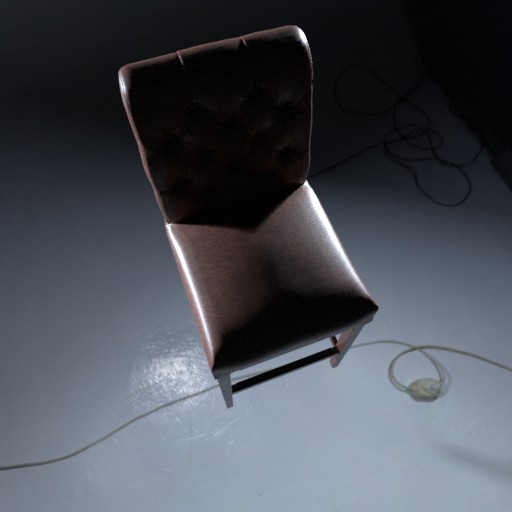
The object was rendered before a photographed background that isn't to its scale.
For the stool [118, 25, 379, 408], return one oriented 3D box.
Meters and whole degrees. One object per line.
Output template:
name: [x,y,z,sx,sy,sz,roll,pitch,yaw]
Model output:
stool: [0.000,0.000,1.392,0.486,1.084,0.660,-18,64,-9]
